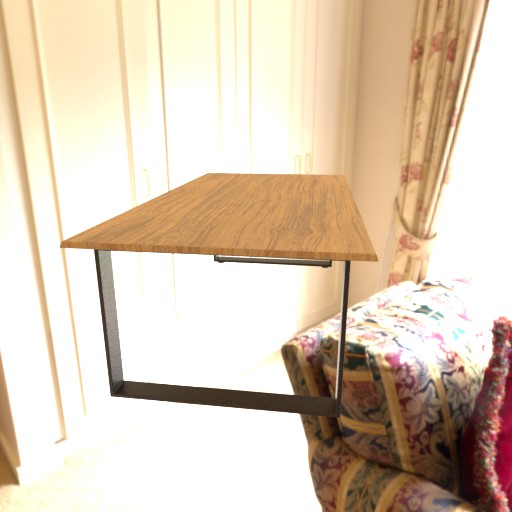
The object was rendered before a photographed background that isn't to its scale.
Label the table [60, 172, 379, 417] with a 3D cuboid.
[{"bbox_3d":[0.000,0.000,1.632,0.693,0.445,1.331,2,17,8],"label":"table"}]
